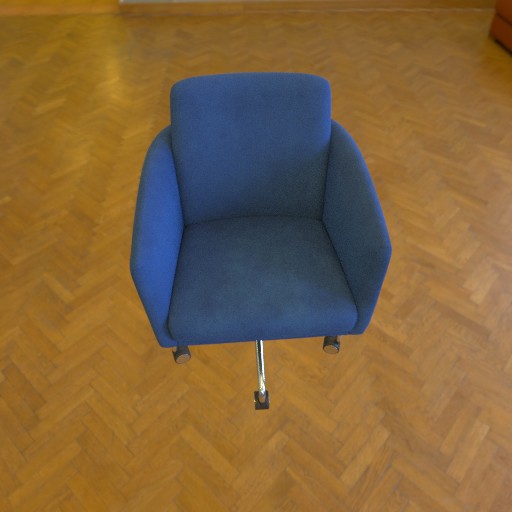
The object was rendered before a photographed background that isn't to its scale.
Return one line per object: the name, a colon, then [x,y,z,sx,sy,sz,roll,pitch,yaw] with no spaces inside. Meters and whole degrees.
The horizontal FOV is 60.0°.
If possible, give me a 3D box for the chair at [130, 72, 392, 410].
chair: [0.000,0.000,1.374,0.641,0.908,0.635,-3,45,-3]
